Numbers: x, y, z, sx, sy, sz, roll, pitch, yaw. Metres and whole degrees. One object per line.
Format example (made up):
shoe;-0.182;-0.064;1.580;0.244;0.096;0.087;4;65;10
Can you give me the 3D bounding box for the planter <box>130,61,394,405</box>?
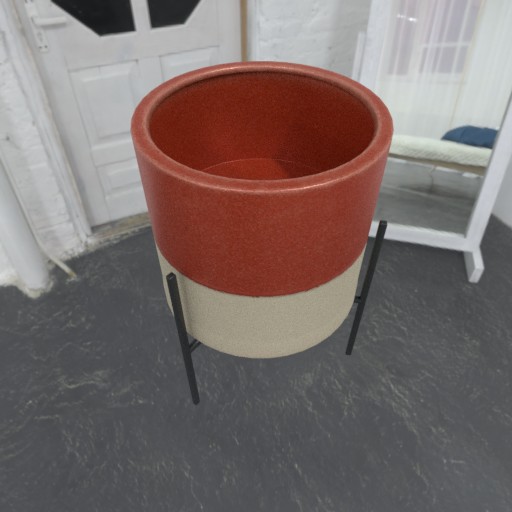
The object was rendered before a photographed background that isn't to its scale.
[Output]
planter;0.000;0.000;0.518;0.235;0.354;0.251;31;53;27
